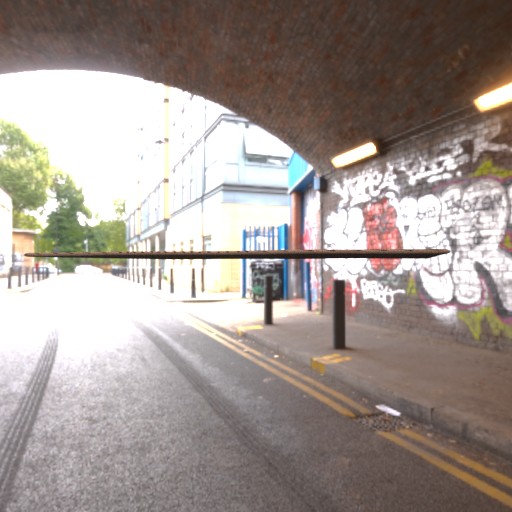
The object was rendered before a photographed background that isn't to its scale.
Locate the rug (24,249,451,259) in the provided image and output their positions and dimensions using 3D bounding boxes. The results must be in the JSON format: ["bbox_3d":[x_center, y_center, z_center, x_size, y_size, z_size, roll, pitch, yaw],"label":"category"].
[{"bbox_3d":[0.000,0.000,3.228,2.449,0.028,1.829,0,-1,19],"label":"rug"}]
